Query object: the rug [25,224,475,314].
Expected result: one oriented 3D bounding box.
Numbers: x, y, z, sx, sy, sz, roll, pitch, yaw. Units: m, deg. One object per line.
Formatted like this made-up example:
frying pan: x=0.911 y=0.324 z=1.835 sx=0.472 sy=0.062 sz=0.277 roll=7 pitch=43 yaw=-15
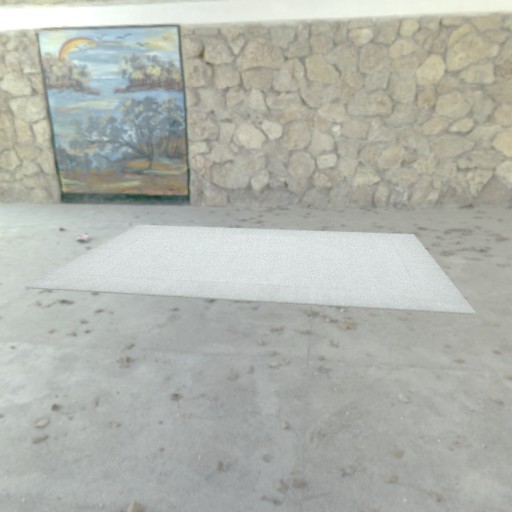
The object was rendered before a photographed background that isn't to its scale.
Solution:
rug: x=0.000 y=0.000 z=2.344 sx=1.829 sy=0.013 sz=1.219 roll=3 pitch=17 yaw=8
